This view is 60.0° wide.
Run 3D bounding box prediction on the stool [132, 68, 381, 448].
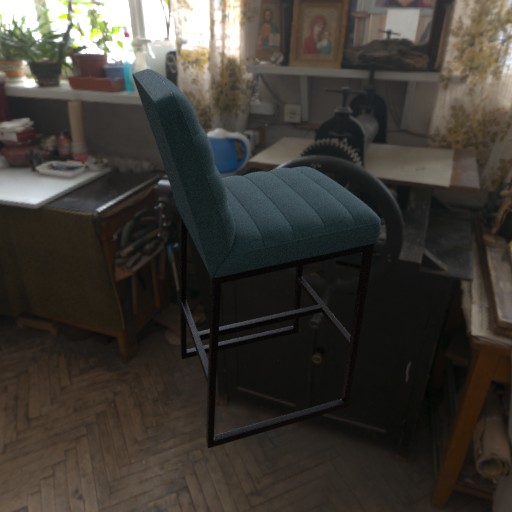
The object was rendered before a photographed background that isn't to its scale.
[{"bbox_3d":[0.000,0.000,1.350,0.560,1.040,0.460,-10,31,-17],"label":"stool"}]
